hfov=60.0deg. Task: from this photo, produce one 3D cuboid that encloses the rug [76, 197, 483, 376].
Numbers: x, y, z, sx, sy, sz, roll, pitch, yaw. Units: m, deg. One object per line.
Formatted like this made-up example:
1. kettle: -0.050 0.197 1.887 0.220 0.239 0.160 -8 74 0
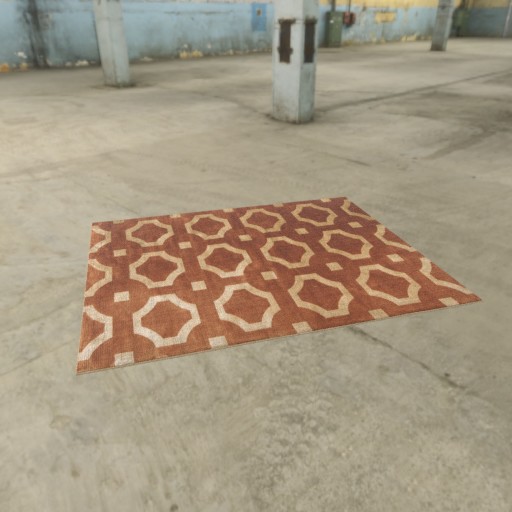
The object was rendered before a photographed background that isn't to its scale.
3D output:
1. rug: 0.000 0.000 4.190 3.049 0.021 2.466 -8 29 -14
